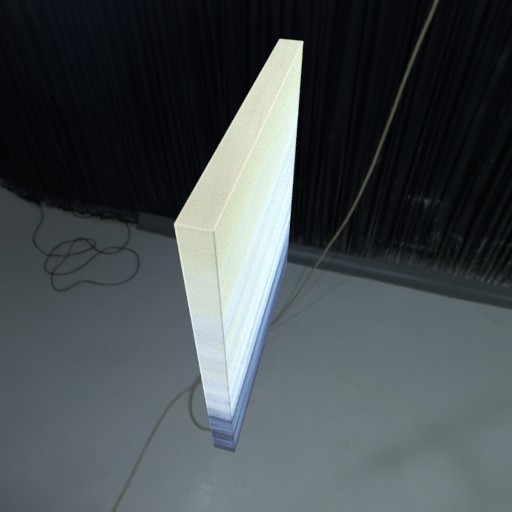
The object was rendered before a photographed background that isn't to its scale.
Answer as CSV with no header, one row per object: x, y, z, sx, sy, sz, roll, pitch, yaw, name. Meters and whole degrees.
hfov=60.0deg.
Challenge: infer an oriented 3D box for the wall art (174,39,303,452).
0.000,0.000,0.714,0.037,0.511,0.435,10,47,10,wall art
